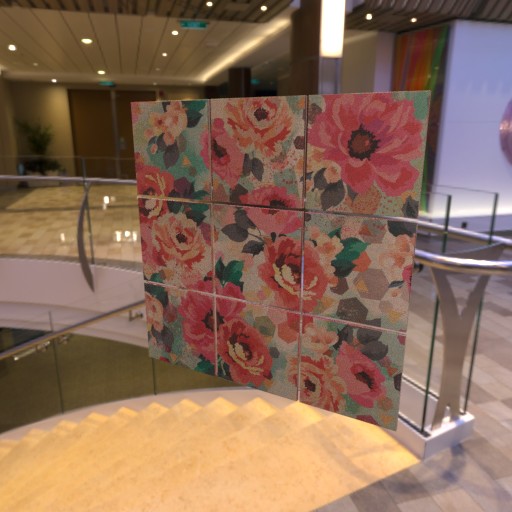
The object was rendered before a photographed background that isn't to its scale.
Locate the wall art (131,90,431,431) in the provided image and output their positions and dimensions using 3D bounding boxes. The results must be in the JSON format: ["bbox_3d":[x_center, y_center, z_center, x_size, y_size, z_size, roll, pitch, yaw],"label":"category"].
[{"bbox_3d":[0.000,0.000,1.349,0.911,0.910,0.012,8,18,27],"label":"wall art"}]
